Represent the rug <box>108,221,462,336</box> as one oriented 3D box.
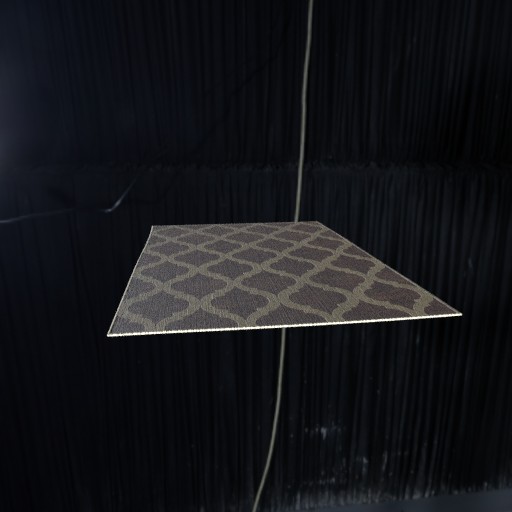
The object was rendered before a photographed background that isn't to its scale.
[{"bbox_3d":[0.000,0.000,2.935,1.522,0.008,2.284,-2,15,-8],"label":"rug"}]
